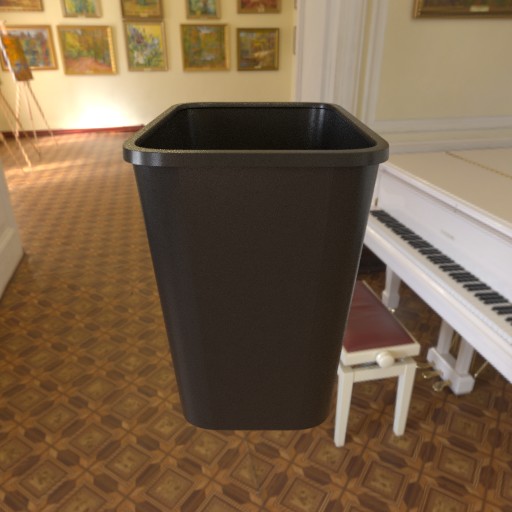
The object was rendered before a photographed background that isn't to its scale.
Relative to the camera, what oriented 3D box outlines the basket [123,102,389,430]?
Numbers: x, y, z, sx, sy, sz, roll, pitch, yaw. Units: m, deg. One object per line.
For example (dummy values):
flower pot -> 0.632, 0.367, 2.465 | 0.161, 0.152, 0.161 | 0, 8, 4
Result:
basket -> 0.000, 0.000, 0.516 | 0.211, 0.307, 0.300 | 0, 26, 0
